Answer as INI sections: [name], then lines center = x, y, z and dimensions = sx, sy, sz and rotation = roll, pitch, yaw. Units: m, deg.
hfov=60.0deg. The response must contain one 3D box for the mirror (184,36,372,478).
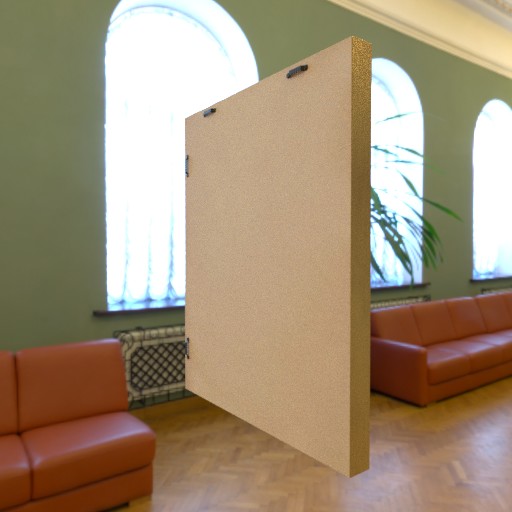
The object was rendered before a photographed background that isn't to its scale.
[mirror]
center = 0.000, 0.000, 0.680
dimensions = 0.041, 0.509, 0.406
rotation = -1, 2, -37
